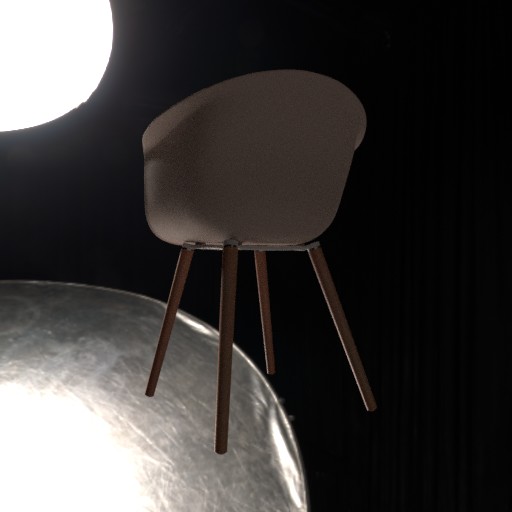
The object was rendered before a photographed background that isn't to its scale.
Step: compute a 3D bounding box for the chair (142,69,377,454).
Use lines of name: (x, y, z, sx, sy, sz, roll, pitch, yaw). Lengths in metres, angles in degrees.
chair: (0.000, 0.000, 1.159, 0.593, 0.781, 0.504, 0, 0, -34)
